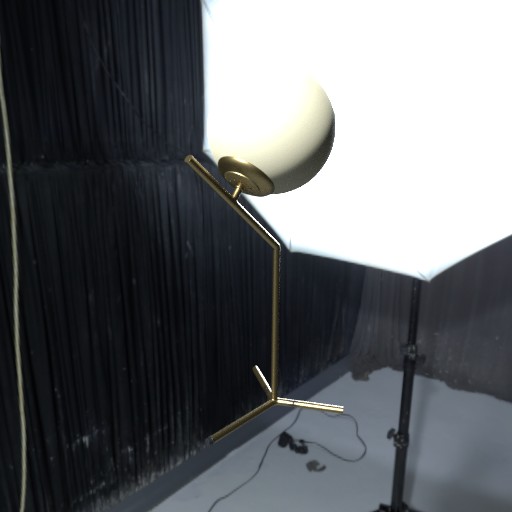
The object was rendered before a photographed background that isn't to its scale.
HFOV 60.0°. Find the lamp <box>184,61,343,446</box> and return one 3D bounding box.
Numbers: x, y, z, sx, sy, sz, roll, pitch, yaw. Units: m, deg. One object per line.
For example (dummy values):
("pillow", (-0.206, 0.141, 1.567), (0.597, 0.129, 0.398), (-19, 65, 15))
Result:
("lamp", (0.000, 0.000, 0.670), (0.210, 0.552, 0.251), (14, 20, 42))
